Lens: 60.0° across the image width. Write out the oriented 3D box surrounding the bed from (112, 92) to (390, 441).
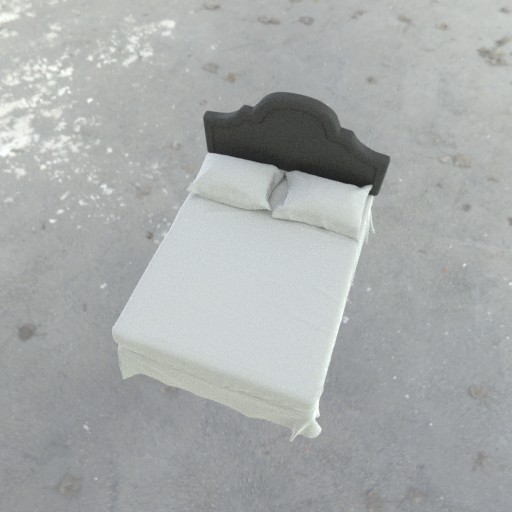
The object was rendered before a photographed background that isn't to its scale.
[{"bbox_3d":[0.000,0.000,3.511,1.780,1.634,2.222,17,60,10],"label":"bed"}]
